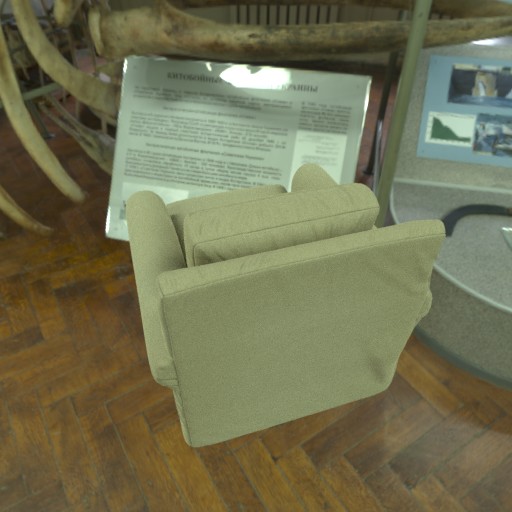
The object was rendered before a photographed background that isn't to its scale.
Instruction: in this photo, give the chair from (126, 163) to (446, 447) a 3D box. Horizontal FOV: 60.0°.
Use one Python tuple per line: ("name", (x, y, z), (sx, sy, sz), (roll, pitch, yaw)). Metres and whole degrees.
("chair", (0.000, 0.000, 1.767), (0.940, 0.866, 1.066), (-12, 43, -13))
